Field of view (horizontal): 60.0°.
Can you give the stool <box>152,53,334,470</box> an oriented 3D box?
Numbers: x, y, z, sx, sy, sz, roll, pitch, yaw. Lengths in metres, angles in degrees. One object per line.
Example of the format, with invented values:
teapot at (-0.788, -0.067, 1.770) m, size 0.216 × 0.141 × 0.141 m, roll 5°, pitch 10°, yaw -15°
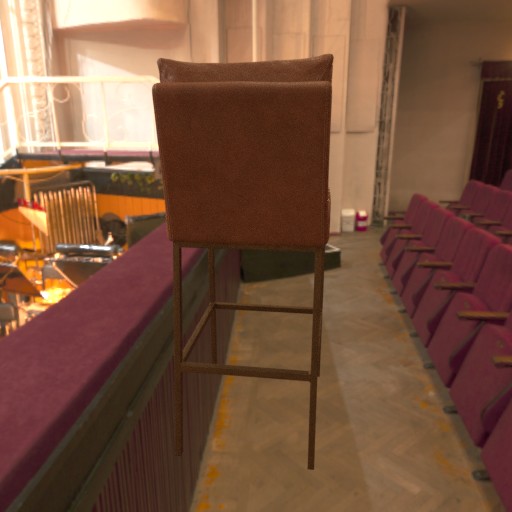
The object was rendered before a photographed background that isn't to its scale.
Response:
stool at (0.000, 0.000, 1.420) m, size 0.463 × 1.124 × 0.571 m, roll 2°, pitch 16°, yaw 8°
